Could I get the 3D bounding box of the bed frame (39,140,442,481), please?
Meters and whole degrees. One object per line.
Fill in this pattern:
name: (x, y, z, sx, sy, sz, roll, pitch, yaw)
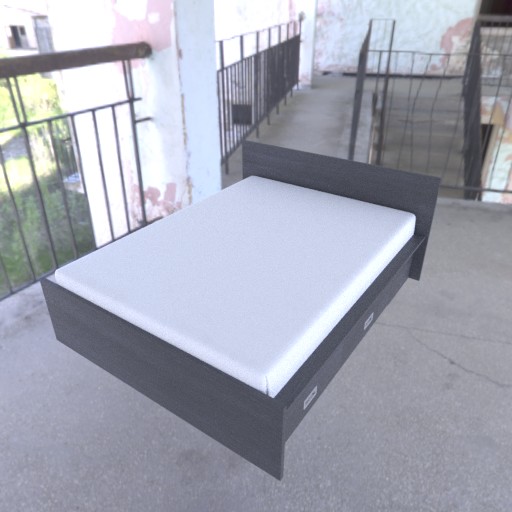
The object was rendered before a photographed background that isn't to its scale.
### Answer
bed frame: (0.000, 0.000, 2.823, 1.622, 0.800, 1.960, 19, 35, 30)
